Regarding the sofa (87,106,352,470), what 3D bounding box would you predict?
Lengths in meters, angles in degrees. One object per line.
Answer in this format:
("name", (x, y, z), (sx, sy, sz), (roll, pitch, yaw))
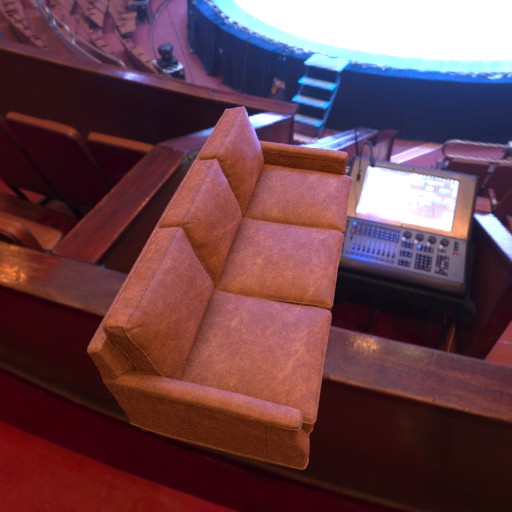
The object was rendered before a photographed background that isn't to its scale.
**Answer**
("sofa", (0.000, 0.000, 2.882), (1.084, 1.003, 2.246), (10, 47, 9))
